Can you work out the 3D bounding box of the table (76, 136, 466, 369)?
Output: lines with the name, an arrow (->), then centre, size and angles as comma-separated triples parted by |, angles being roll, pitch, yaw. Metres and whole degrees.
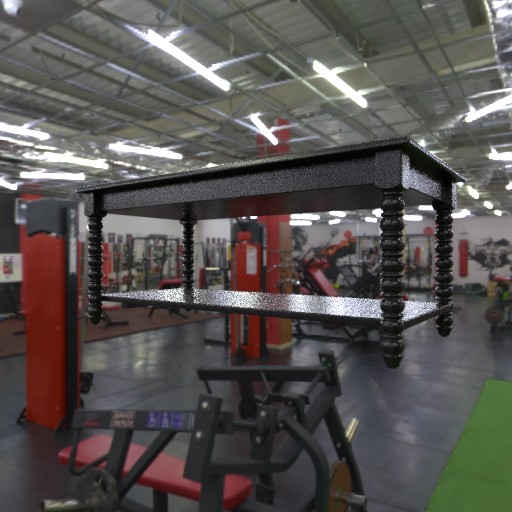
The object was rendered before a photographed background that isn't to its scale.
table -> 0.000, 0.000, 1.464 | 1.171, 0.487, 0.580 | 0, 0, 36
